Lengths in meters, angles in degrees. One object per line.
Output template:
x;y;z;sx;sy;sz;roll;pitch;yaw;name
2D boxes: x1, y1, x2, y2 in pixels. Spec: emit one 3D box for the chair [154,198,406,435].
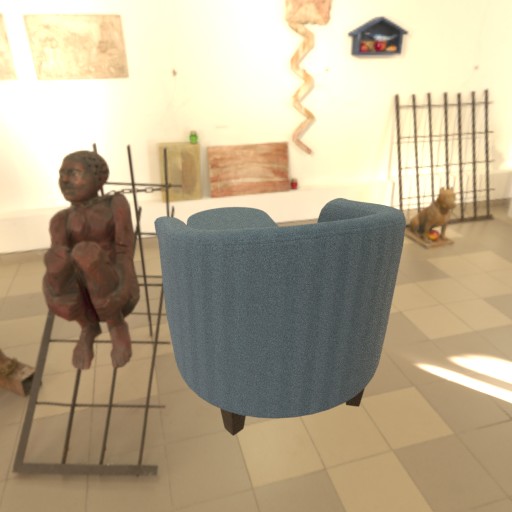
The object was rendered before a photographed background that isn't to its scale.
0.000;0.000;1.761;0.756;0.757;1.288;-7;27;-15;chair
